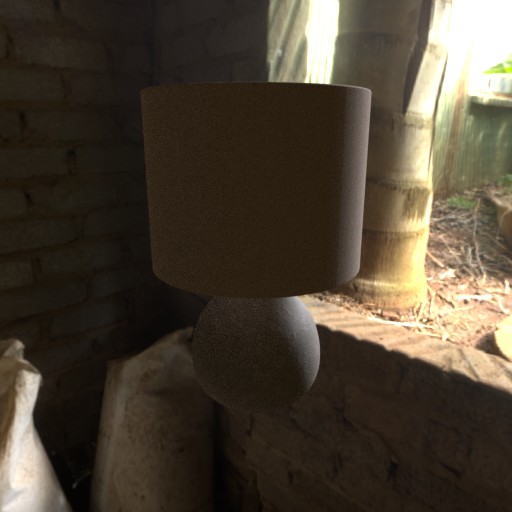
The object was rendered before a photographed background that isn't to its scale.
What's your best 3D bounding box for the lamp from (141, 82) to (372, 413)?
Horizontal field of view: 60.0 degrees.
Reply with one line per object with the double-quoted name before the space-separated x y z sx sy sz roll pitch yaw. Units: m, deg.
"lamp" 0.000 0.000 0.589 0.269 0.409 0.269 3 16 9
